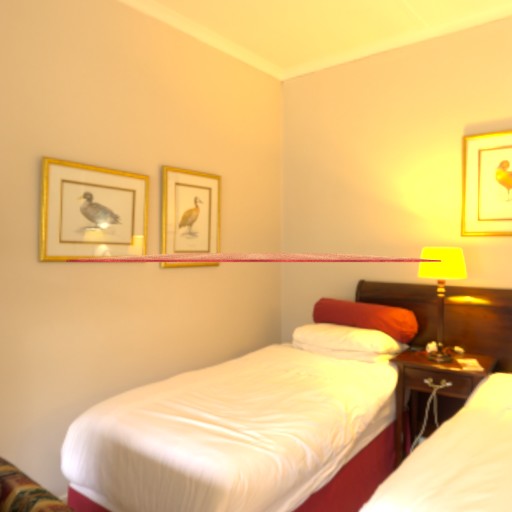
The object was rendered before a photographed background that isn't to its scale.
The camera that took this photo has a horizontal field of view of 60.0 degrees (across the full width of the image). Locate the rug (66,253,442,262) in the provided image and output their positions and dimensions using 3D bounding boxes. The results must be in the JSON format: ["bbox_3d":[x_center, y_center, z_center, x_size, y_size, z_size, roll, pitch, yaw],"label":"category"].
[{"bbox_3d":[0.000,0.000,3.011,1.535,0.010,2.431,0,1,1],"label":"rug"}]
